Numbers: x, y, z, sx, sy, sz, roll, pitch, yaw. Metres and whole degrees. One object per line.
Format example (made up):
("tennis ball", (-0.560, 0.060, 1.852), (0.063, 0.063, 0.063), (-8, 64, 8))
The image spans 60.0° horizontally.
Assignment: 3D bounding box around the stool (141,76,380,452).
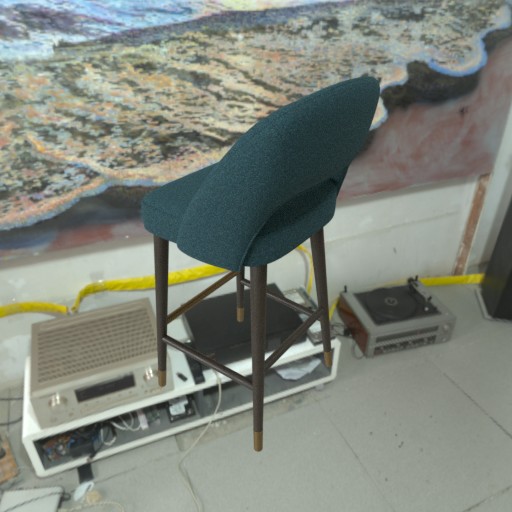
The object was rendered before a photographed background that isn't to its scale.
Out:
("stool", (0.000, 0.000, 1.312), (0.522, 1.032, 0.536), (22, 38, 31))
